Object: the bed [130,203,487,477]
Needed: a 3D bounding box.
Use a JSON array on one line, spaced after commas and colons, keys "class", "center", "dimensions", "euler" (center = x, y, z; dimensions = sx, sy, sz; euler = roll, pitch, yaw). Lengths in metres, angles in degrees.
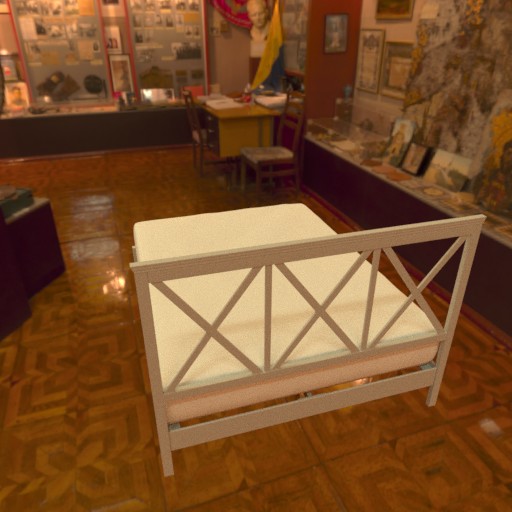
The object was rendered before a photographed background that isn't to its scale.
[{"class": "bed", "center": [0.000, 0.000, 3.114], "dimensions": [1.673, 1.253, 2.135], "euler": [-8, 29, -15]}]
